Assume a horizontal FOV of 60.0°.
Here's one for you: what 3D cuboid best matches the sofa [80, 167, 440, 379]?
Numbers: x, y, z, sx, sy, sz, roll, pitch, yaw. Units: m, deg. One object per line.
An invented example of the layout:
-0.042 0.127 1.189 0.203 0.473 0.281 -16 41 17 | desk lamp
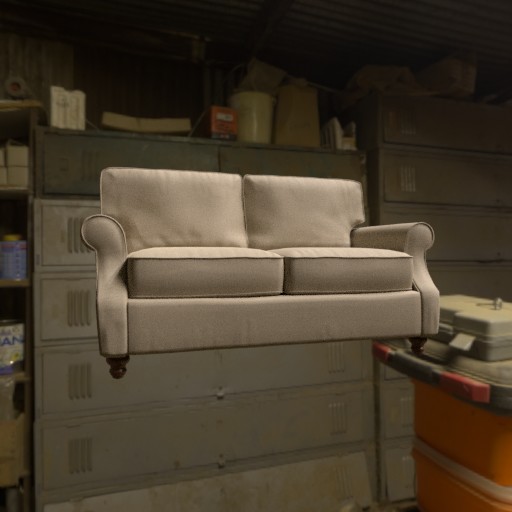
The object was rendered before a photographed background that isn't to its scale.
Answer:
0.000 0.000 2.287 1.665 0.937 0.964 0 0 -17 | sofa
